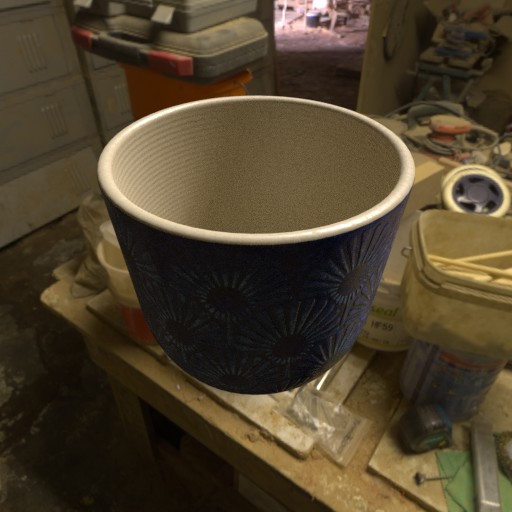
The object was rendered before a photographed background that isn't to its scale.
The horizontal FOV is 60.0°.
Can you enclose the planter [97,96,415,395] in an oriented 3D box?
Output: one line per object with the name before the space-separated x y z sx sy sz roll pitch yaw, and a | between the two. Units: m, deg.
planter | 0.000 0.000 0.291 0.170 0.153 0.170 0 39 0
